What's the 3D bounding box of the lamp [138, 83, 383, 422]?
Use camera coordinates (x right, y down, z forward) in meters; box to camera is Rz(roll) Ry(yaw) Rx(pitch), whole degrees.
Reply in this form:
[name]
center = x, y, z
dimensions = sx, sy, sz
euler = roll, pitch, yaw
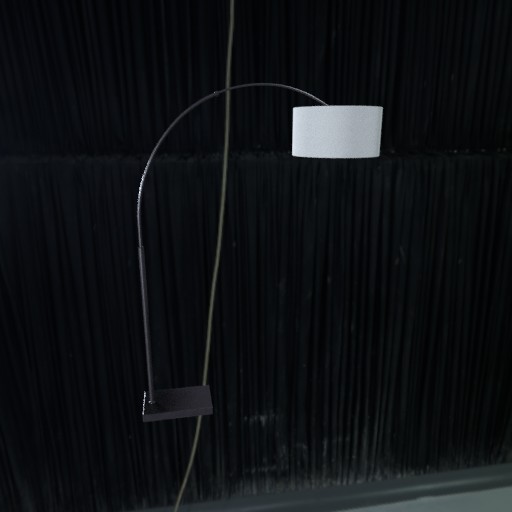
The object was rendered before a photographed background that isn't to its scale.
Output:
[lamp]
center = 0.000, 0.000, 2.641
dimensions = 1.424, 1.927, 0.493
euler = -3, 16, -10
